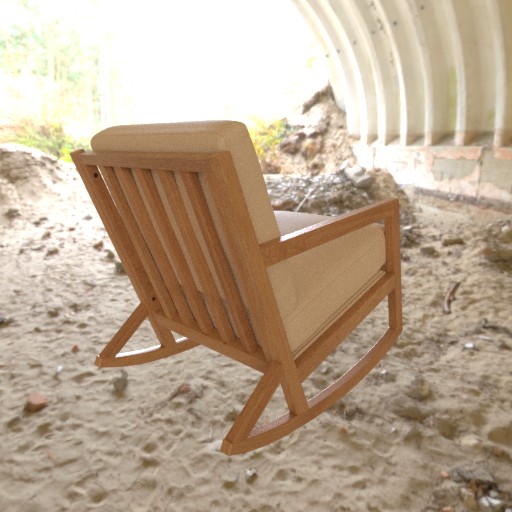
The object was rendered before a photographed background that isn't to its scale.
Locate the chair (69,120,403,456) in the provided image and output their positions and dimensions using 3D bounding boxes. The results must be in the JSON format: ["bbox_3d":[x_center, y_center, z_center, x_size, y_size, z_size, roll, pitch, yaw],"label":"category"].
[{"bbox_3d":[0.000,0.000,1.406,0.622,0.790,0.857,13,19,42],"label":"chair"}]
